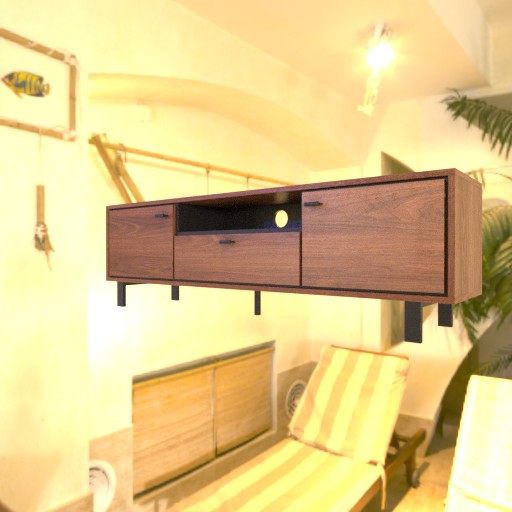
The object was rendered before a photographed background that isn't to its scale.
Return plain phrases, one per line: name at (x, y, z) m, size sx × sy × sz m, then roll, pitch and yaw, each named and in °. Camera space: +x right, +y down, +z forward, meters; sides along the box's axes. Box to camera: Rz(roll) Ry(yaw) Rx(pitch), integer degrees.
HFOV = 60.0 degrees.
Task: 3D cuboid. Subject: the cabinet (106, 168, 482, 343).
cabinet at (0.000, 0.000, 1.865) m, size 1.650 × 0.500 × 0.400 m, roll 0°, pitch 1°, yaw 37°
